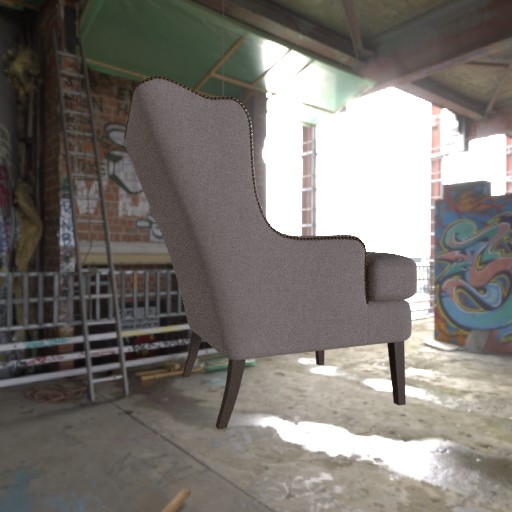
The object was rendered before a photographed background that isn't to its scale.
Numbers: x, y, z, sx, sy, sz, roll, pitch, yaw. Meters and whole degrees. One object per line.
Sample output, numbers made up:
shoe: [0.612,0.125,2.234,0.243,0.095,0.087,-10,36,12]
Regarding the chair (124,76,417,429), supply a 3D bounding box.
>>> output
chair: [0.000,0.000,1.683,0.940,1.029,0.737,0,0,-19]
